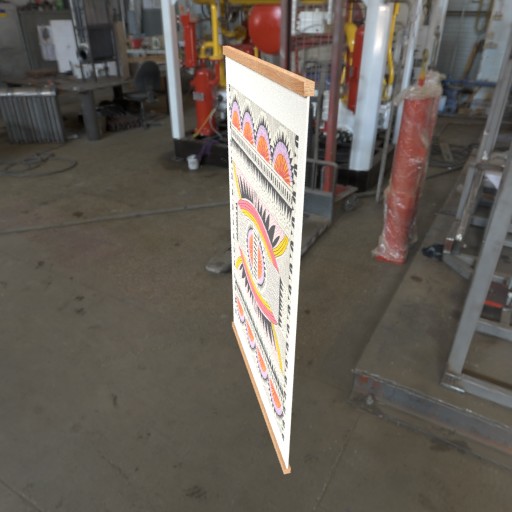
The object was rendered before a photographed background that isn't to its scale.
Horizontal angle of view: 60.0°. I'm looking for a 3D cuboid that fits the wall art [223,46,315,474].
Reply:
[{"bbox_3d":[0.000,0.000,1.877,0.028,1.533,0.999,-8,31,-13],"label":"wall art"}]
